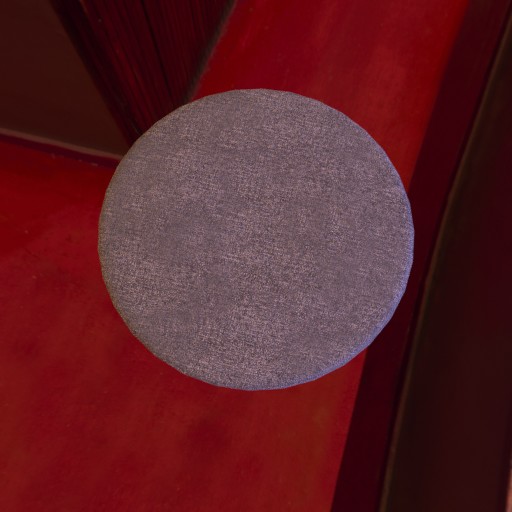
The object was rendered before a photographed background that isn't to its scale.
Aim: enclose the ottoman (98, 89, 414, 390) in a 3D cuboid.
[{"bbox_3d":[0.000,0.000,0.876,0.500,0.419,0.500,0,75,0],"label":"ottoman"}]
